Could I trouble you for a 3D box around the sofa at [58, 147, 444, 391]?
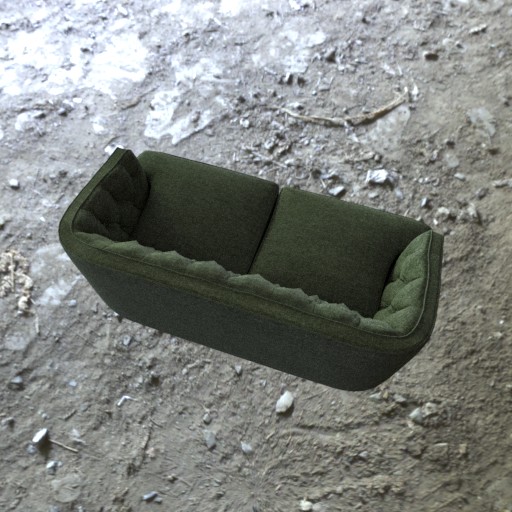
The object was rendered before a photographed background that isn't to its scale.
[{"bbox_3d":[0.000,0.000,2.331,1.733,0.855,0.941,16,63,9],"label":"sofa"}]
